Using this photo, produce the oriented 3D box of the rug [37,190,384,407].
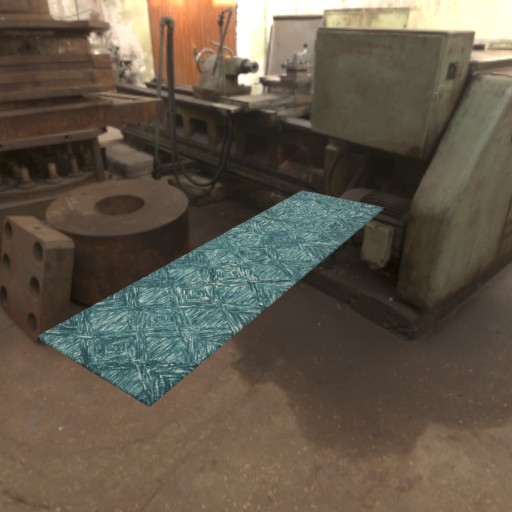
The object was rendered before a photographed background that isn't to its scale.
[{"bbox_3d":[0.000,0.000,2.535,0.676,0.016,2.286,17,32,30],"label":"rug"}]
